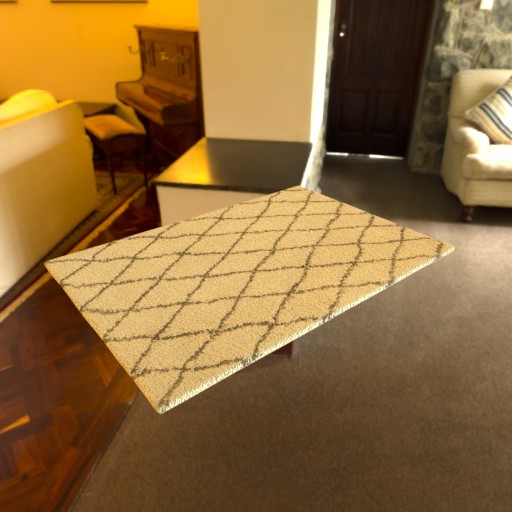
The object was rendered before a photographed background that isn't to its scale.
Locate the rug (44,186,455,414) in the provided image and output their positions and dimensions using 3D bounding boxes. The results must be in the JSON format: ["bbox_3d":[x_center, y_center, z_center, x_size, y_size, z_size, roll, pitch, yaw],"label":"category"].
[{"bbox_3d":[0.000,0.000,2.314,1.778,0.030,1.219,-21,36,-33],"label":"rug"}]
